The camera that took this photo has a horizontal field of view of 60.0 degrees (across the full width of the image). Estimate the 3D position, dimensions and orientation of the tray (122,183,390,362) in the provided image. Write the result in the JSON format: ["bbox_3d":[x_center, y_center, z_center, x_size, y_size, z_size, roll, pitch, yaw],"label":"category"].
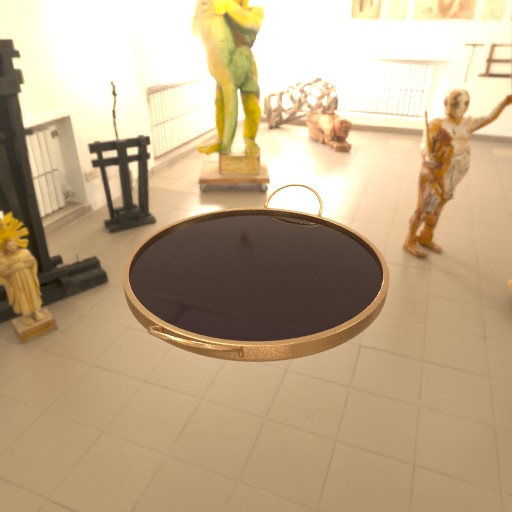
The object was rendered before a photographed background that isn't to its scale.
[{"bbox_3d":[0.000,0.000,0.748,0.438,0.069,0.543,11,31,18],"label":"tray"}]
